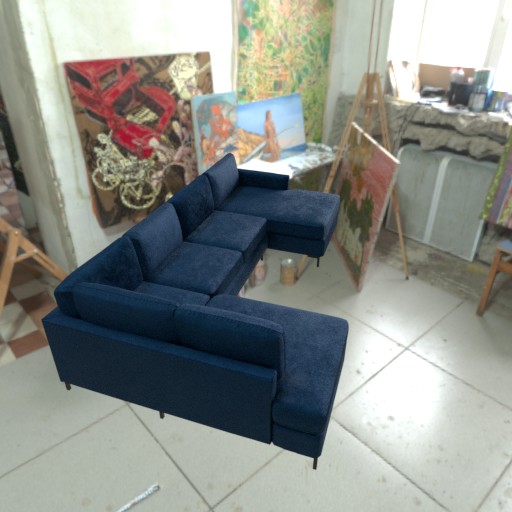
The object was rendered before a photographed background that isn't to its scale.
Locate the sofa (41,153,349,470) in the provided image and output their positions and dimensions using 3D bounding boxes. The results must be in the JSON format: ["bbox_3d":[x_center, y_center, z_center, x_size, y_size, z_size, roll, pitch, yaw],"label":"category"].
[{"bbox_3d":[0.000,0.000,4.319,2.055,0.992,3.434,10,32,16],"label":"sofa"}]
